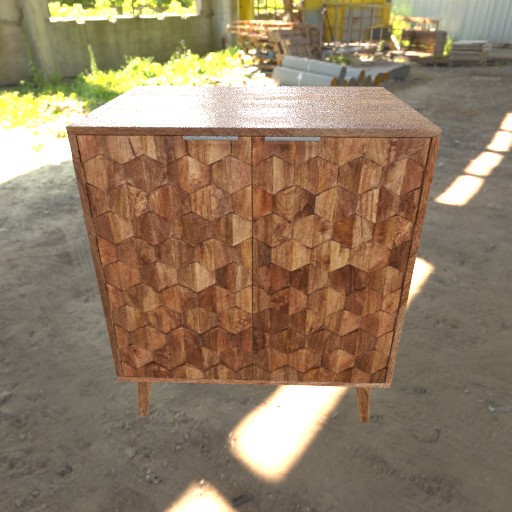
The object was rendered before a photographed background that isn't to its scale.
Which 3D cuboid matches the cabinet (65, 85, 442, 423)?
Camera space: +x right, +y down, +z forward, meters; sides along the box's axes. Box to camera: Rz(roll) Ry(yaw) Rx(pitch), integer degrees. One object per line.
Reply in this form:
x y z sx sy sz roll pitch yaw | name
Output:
0.000 0.000 1.143 0.647 0.758 0.473 1 29 2 | cabinet
